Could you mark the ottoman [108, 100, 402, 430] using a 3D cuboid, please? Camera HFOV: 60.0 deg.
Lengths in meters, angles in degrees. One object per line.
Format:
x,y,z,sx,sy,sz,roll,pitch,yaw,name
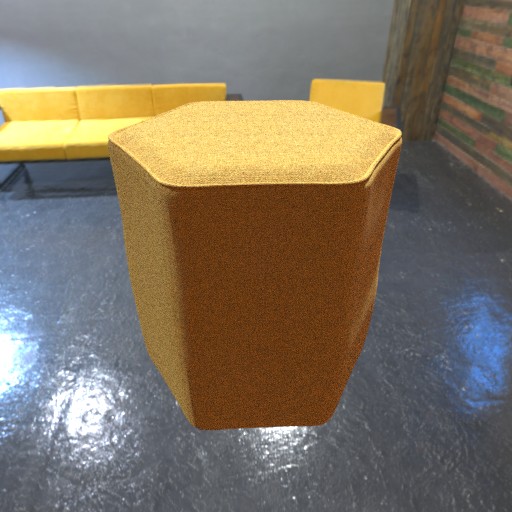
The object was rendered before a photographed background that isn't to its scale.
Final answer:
0.000,0.000,0.861,0.494,0.502,0.443,-1,32,-2,ottoman
